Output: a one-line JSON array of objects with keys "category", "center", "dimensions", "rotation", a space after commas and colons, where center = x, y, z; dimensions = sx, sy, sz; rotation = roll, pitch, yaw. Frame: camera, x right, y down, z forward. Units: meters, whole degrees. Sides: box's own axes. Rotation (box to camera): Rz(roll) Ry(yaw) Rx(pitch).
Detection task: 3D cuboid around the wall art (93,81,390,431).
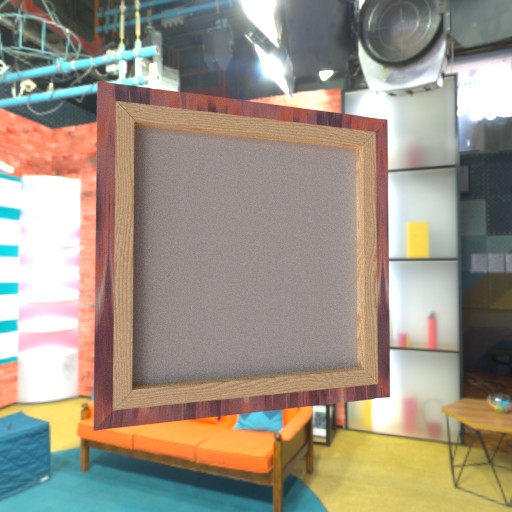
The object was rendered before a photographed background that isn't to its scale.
[{"category": "wall art", "center": [0.000, 0.000, 0.886], "dimensions": [0.603, 0.609, 0.037], "rotation": [1, -2, -19]}]
